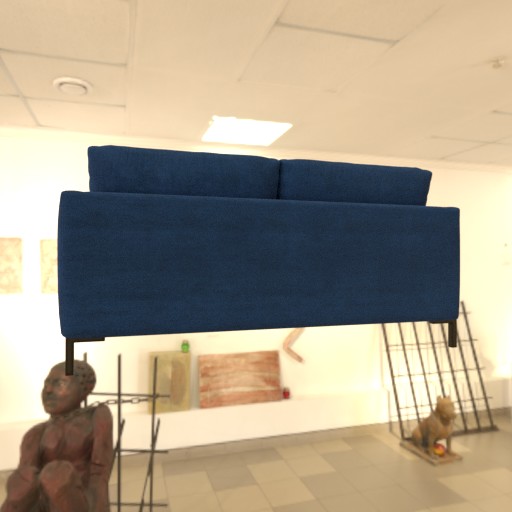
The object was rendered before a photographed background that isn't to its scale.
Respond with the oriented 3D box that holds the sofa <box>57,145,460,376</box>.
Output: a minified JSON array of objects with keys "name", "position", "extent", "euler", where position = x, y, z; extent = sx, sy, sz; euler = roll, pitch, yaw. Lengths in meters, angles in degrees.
[{"name":"sofa","position":[0.000,0.000,2.135],"extent":[1.676,0.817,0.875],"euler":[0,0,-17]}]
